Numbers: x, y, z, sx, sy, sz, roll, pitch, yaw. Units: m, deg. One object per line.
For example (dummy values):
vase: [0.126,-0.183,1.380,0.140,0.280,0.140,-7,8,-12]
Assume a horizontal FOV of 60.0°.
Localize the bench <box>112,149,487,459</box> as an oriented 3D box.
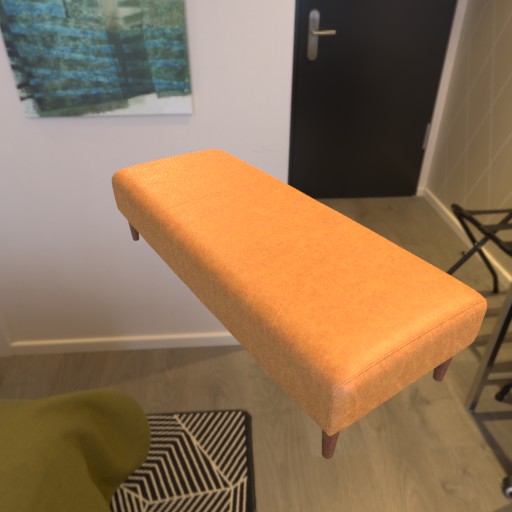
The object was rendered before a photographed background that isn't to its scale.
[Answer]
bench: [0.000,0.000,1.818,0.653,0.399,1.610,-20,38,-28]
